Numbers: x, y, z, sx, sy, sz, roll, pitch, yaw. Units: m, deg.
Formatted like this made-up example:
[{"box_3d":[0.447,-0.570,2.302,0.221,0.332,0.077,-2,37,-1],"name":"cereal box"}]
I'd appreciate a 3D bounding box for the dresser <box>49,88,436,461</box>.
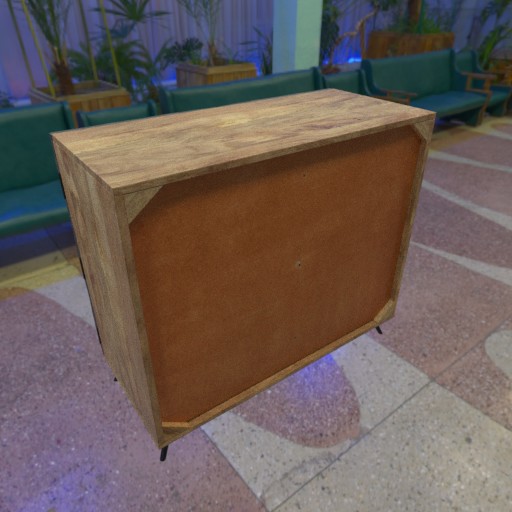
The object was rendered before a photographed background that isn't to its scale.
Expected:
[{"box_3d":[0.000,0.000,1.410,0.967,0.847,0.446,-21,37,-30],"name":"dresser"}]
